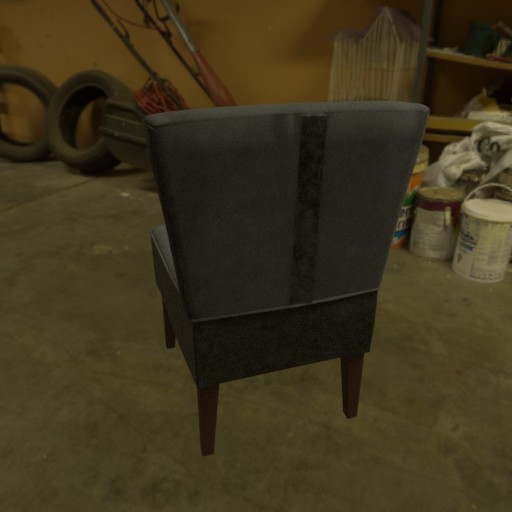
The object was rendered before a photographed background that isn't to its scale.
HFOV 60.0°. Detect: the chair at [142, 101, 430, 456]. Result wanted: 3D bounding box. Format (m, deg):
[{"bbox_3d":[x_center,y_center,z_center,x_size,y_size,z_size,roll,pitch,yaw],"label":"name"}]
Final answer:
[{"bbox_3d":[0.000,0.000,1.144,0.521,0.806,0.554,-8,27,-16],"label":"chair"}]
